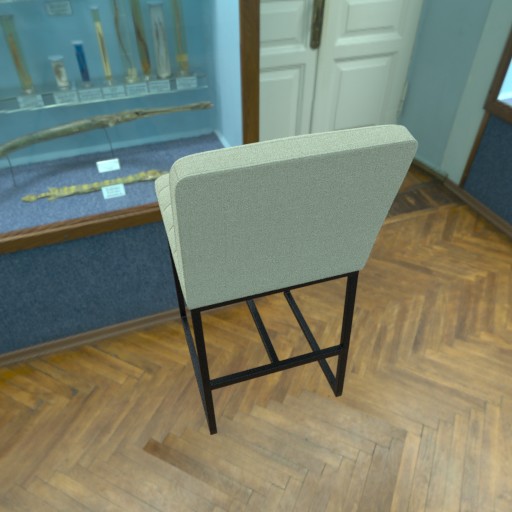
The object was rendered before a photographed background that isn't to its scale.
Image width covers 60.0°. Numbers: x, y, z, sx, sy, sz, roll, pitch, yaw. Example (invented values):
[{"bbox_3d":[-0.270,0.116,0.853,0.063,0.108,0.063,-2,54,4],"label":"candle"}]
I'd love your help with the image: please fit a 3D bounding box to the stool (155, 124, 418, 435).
[{"bbox_3d":[0.000,0.000,1.246,0.460,0.940,0.560,-12,43,-13],"label":"stool"}]
